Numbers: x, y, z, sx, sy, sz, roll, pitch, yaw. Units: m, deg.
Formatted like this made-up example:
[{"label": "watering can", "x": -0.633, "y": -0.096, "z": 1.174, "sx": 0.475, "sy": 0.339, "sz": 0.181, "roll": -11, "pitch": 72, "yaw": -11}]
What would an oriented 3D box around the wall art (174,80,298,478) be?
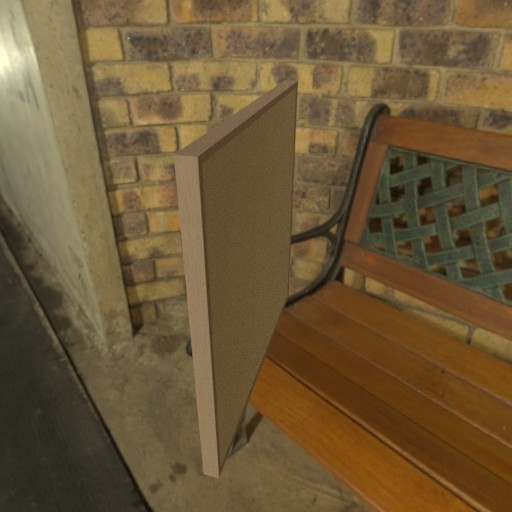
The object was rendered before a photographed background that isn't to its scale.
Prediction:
[{"label": "wall art", "x": 0.000, "y": 0.000, "z": 1.159, "sx": 0.038, "sy": 0.758, "sz": 0.761, "roll": 8, "pitch": 31, "yaw": 14}]
